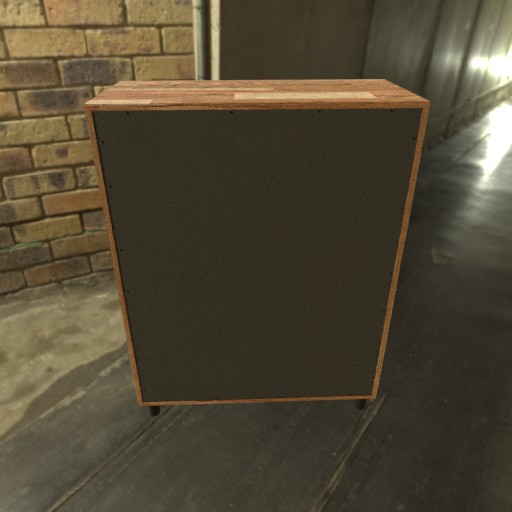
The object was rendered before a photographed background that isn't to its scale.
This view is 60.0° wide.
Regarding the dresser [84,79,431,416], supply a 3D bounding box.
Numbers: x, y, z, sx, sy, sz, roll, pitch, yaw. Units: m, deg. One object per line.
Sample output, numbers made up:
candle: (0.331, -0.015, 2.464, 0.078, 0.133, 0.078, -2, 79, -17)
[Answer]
dresser: (0.000, 0.000, 1.742, 0.966, 1.243, 0.480, -1, 29, -2)
